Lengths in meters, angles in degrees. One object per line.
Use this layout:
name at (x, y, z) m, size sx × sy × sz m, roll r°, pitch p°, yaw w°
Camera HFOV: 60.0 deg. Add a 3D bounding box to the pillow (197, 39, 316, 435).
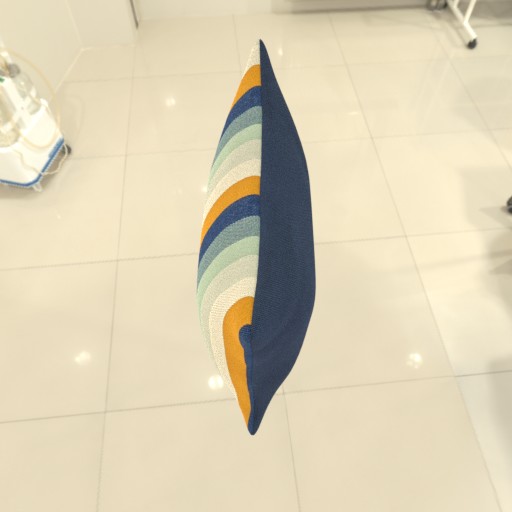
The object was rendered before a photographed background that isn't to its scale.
pillow at (0.000, 0.000, 0.708) m, size 0.173 × 0.454 × 0.463 m, roll 1°, pitch 57°, yaw 1°
